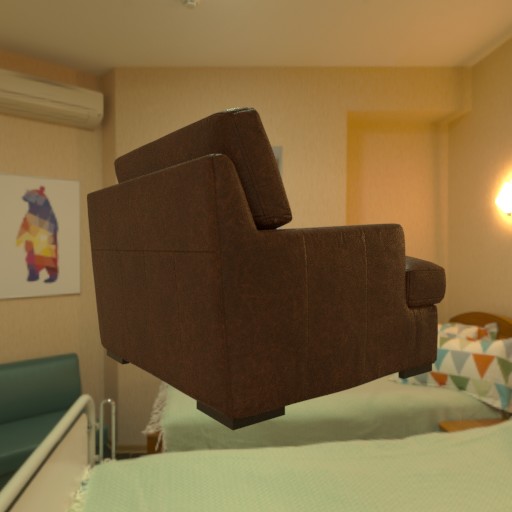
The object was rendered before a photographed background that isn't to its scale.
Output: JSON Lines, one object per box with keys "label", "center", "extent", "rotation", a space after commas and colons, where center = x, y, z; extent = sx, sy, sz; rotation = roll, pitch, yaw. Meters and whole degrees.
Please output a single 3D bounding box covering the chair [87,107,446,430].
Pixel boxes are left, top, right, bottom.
{"label": "chair", "center": [0.000, 0.000, 1.933], "extent": [1.143, 0.939, 1.168], "rotation": [-1, 2, -37]}
